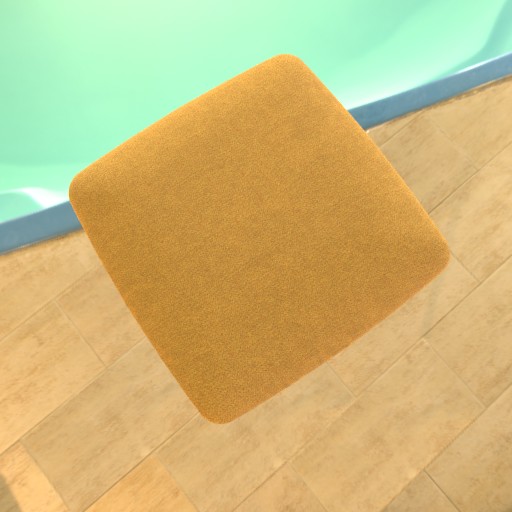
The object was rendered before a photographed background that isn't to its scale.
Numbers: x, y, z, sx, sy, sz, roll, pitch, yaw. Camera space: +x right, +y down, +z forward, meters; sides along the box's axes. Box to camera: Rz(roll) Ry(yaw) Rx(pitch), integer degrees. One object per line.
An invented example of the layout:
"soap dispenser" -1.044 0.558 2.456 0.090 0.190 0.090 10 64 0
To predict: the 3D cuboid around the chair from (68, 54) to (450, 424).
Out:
"chair" 0.000 0.000 0.689 0.350 0.440 0.350 -33 79 -7
